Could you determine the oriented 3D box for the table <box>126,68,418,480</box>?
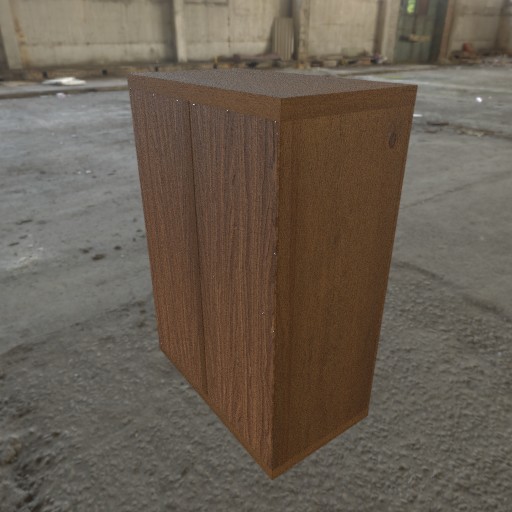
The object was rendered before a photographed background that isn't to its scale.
[{"bbox_3d":[0.000,0.000,1.732,0.524,1.294,0.901,-18,32,-32],"label":"table"}]
